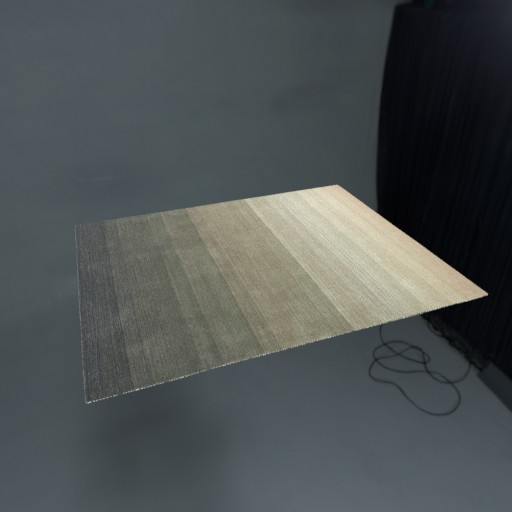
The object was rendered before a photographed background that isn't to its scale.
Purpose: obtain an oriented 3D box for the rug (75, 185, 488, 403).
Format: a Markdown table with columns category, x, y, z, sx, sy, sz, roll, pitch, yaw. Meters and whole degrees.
| category | x | y | z | sx | sy | sz | roll | pitch | yaw |
| --- | --- | --- | --- | --- | --- | --- | --- | --- | --- |
| rug | 0.000 | 0.000 | 3.864 | 2.932 | 0.015 | 2.315 | -11 | 33 | -17 |
